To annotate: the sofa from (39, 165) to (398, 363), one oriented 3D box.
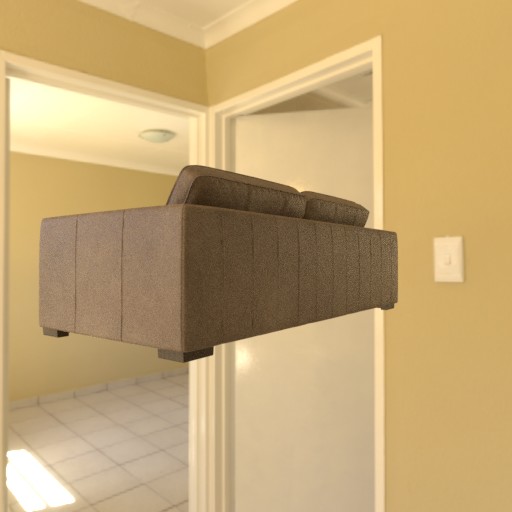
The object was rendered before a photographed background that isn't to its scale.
[{"bbox_3d":[0.000,0.000,2.798,1.070,0.801,2.262,0,0,37],"label":"sofa"}]
